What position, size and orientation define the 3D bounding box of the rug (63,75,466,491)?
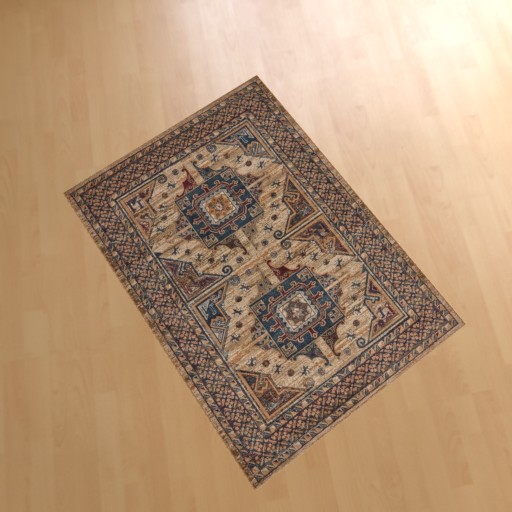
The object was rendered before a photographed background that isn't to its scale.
[{"bbox_3d":[0.000,0.000,2.862,1.611,0.008,2.227,-35,77,-9],"label":"rug"}]
